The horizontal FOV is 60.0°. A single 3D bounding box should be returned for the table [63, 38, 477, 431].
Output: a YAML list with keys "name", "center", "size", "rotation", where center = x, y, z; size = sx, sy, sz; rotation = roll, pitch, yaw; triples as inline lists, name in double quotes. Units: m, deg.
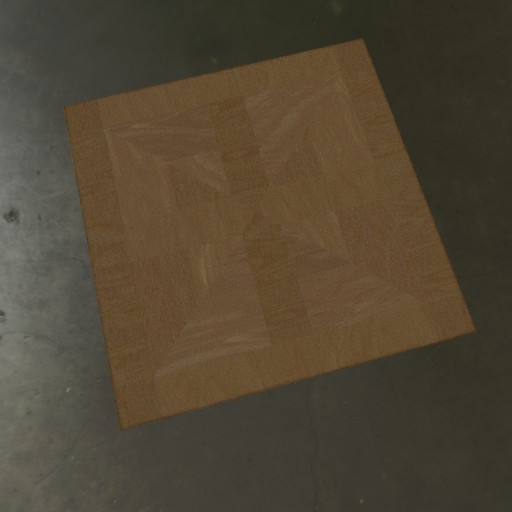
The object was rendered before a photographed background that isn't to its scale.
- name: "table"
  center: [0.000, 0.000, 1.112]
  size: [0.612, 0.638, 0.610]
  rotation: [-14, 76, -4]
